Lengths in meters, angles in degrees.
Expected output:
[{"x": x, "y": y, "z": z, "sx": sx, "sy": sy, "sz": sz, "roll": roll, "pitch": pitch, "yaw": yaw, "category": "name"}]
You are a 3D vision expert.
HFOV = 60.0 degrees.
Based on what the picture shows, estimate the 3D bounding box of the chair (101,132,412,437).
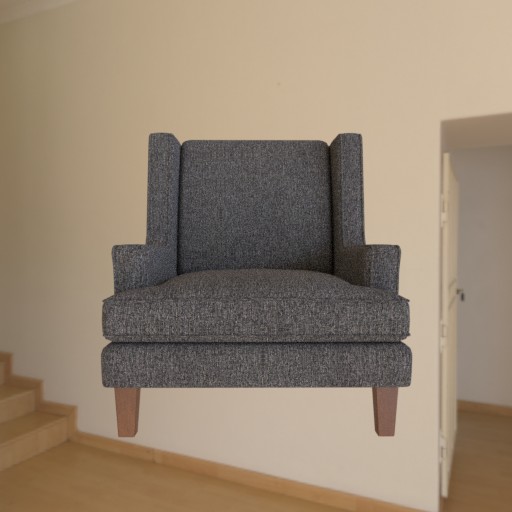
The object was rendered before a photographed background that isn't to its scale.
[{"x": 0.000, "y": 0.000, "z": 1.754, "sx": 0.942, "sy": 1.082, "sz": 0.927, "roll": 0, "pitch": 1, "yaw": 0, "category": "chair"}]
